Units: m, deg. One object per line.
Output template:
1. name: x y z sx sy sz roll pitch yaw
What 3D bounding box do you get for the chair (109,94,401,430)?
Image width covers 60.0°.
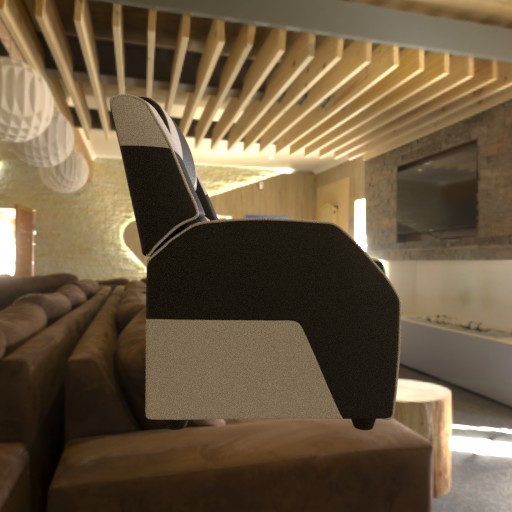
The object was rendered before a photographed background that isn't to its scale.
1. chair: 0.000 0.000 1.300 0.672 0.805 0.620 0 -1 0
